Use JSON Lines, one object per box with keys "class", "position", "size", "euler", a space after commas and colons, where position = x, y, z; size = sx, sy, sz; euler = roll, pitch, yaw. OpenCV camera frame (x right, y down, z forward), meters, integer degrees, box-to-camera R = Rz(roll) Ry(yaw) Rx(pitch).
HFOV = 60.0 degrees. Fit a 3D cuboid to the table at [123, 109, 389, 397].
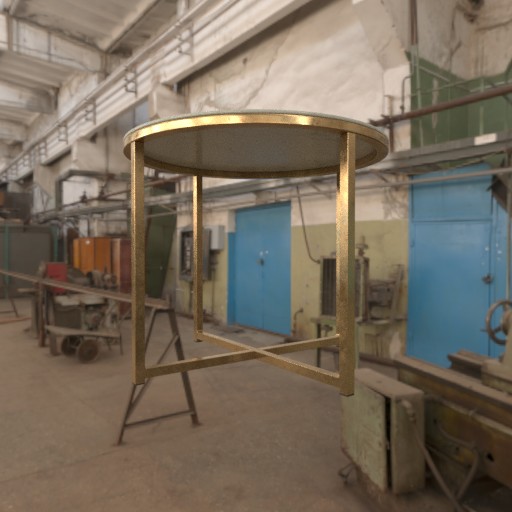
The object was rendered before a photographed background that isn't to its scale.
{"class": "table", "position": [0.000, 0.000, 0.873], "size": [0.500, 0.420, 0.500], "euler": [0, 1, 0]}
